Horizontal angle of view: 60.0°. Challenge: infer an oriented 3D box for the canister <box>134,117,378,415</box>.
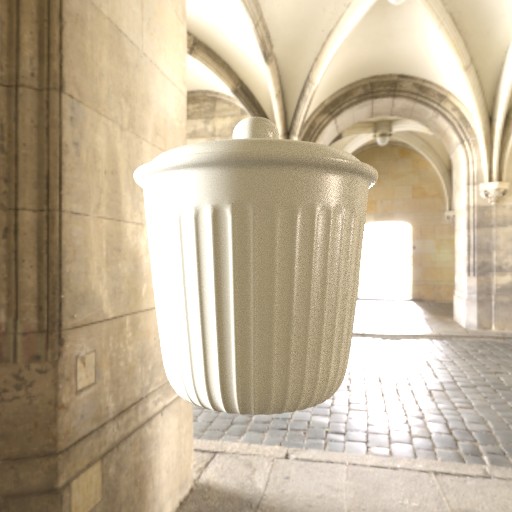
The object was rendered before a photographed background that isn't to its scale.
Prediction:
[{"bbox_3d":[0.000,0.000,0.340,0.181,0.211,0.181,0,0,0],"label":"canister"}]
